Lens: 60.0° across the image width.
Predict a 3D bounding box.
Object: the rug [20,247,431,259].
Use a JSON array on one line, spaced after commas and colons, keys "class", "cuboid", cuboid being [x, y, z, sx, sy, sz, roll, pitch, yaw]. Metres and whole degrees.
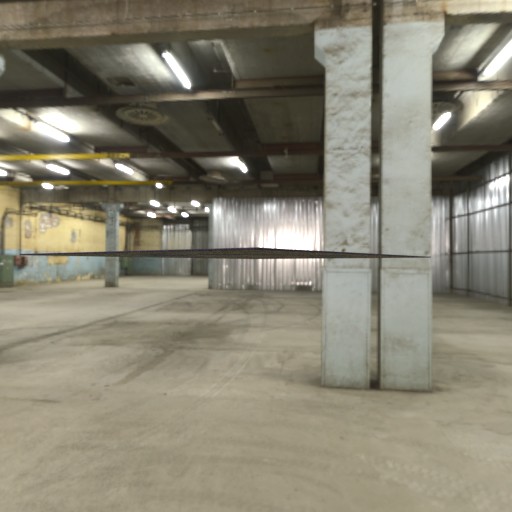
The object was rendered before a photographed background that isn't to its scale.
[{"class": "rug", "cuboid": [0.000, 0.000, 2.875, 1.630, 0.009, 2.232, -1, -1, 36]}]
